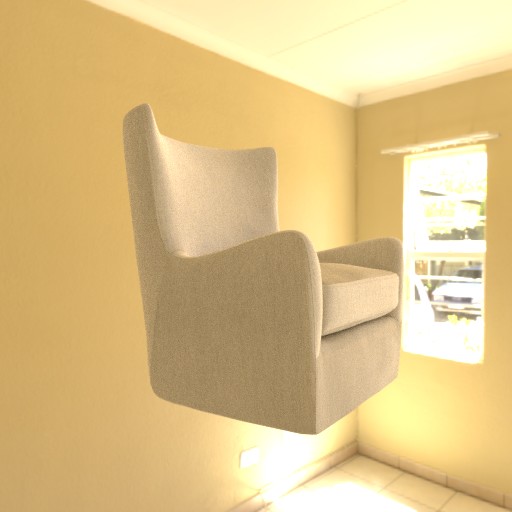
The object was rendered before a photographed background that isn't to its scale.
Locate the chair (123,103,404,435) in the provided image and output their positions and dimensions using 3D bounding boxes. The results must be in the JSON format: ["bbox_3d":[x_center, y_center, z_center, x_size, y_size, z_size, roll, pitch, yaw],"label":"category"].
[{"bbox_3d":[0.000,0.000,1.644,0.904,1.000,0.779,1,1,36],"label":"chair"}]
